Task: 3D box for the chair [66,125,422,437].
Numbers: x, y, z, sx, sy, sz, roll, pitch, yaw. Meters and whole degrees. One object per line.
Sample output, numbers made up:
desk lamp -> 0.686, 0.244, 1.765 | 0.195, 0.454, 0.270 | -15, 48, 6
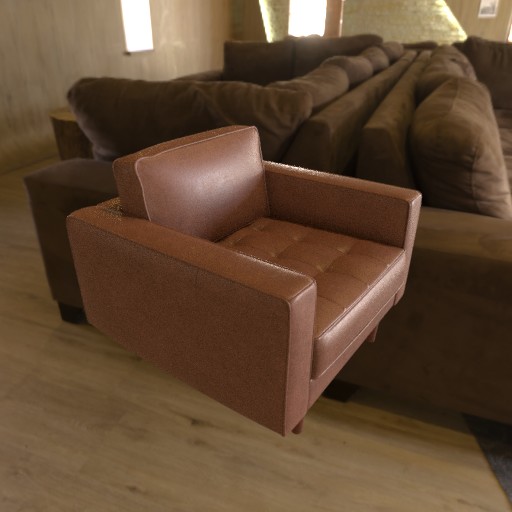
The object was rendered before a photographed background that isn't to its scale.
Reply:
chair -> 0.000, 0.000, 1.579 | 0.900, 0.770, 0.920 | 19, 34, 32
